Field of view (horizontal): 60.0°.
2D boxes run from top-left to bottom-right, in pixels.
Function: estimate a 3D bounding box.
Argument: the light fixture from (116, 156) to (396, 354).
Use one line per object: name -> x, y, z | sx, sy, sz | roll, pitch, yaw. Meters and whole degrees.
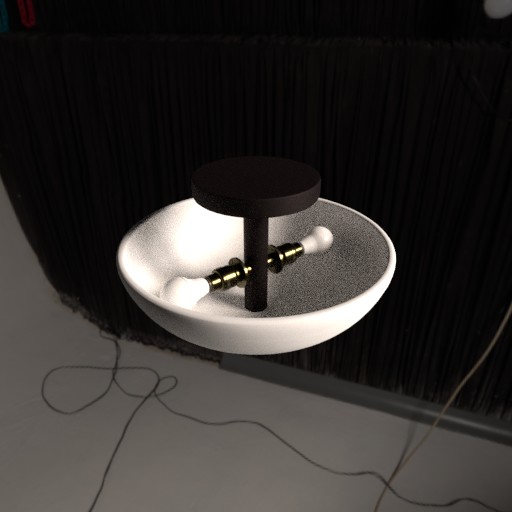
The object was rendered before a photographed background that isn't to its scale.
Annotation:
light fixture -> 0.000, 0.000, 0.554 | 0.331, 0.212, 0.331 | 0, 29, 0
